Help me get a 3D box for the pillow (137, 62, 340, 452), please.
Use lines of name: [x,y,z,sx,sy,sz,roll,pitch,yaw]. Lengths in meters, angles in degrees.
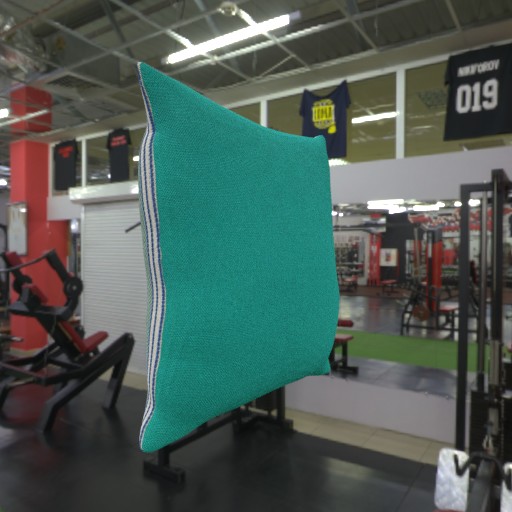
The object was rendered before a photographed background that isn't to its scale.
pillow: [0.000,0.000,0.659,0.182,0.441,0.440,1,1,36]
